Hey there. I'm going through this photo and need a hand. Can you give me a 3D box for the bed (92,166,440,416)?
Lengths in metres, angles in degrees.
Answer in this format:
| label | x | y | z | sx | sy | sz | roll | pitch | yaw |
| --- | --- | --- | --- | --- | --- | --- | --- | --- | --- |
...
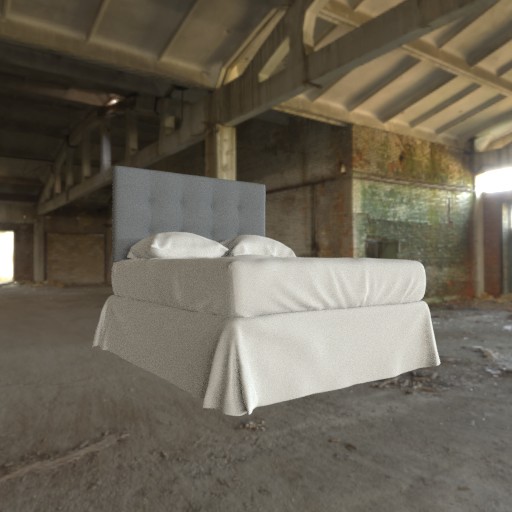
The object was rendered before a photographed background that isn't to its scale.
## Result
| label | x | y | z | sx | sy | sz | roll | pitch | yaw |
| --- | --- | --- | --- | --- | --- | --- | --- | --- | --- |
| bed | 0.000 | 0.000 | 3.503 | 1.936 | 1.577 | 2.222 | 1 | -1 | -36 |
